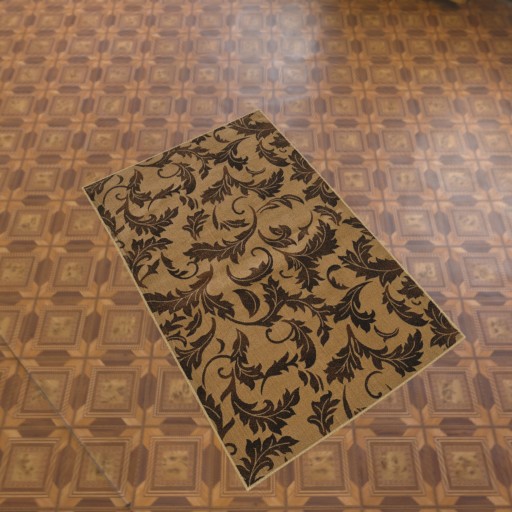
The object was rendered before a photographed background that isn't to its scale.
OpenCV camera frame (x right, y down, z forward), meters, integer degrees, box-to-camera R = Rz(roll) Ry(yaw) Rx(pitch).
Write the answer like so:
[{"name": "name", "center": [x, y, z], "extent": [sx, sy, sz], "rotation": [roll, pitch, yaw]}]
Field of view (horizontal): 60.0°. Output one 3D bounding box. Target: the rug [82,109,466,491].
[{"name": "rug", "center": [0.000, 0.000, 2.892], "extent": [1.522, 0.008, 2.284], "rotation": [-29, 64, -15]}]
